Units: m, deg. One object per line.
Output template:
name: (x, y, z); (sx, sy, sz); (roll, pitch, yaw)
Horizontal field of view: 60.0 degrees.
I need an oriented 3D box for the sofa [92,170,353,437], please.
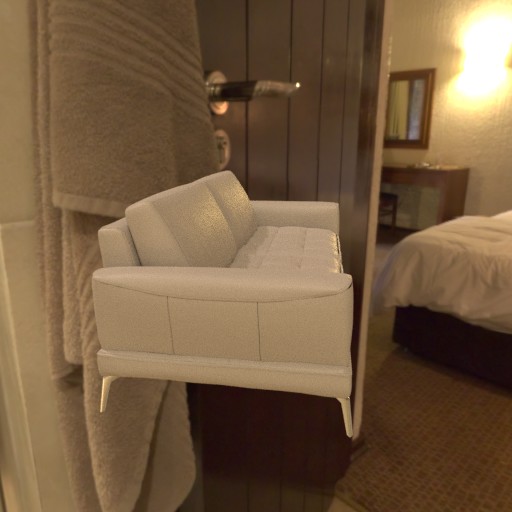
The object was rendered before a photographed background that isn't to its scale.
sofa: (0.000, 0.000, 2.772); (1.121, 0.930, 2.177); (2, 15, 8)
